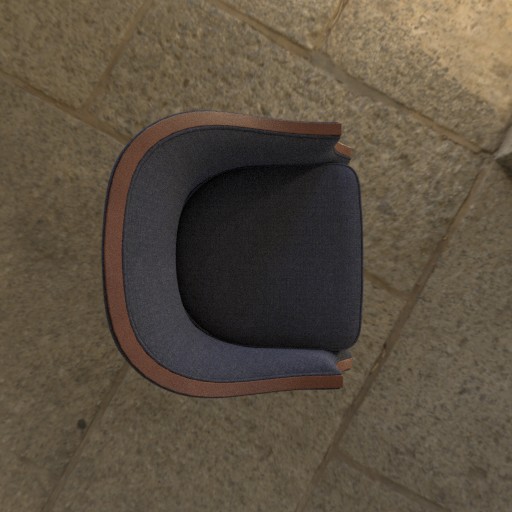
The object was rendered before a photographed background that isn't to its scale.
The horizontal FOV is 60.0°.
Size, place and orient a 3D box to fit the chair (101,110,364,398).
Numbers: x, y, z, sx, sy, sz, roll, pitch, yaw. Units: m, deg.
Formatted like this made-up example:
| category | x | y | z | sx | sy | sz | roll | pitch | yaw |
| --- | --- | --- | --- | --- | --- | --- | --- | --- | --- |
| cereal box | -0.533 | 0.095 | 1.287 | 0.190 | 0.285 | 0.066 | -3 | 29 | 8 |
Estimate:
| category | x | y | z | sx | sy | sz | roll | pitch | yaw |
| --- | --- | --- | --- | --- | --- | --- | --- | --- | --- |
| chair | 0.000 | 0.000 | 1.452 | 0.735 | 0.876 | 0.803 | 0 | 88 | -1 |
